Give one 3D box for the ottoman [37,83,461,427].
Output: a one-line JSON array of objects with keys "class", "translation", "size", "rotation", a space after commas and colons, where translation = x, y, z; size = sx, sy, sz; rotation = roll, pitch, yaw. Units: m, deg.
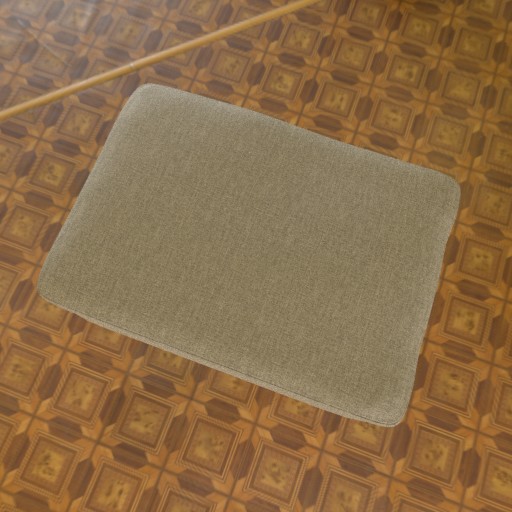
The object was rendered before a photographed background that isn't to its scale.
[{"class": "ottoman", "translation": [0.000, 0.000, 1.220], "size": [0.873, 0.494, 0.639], "rotation": [19, 75, 5]}]
